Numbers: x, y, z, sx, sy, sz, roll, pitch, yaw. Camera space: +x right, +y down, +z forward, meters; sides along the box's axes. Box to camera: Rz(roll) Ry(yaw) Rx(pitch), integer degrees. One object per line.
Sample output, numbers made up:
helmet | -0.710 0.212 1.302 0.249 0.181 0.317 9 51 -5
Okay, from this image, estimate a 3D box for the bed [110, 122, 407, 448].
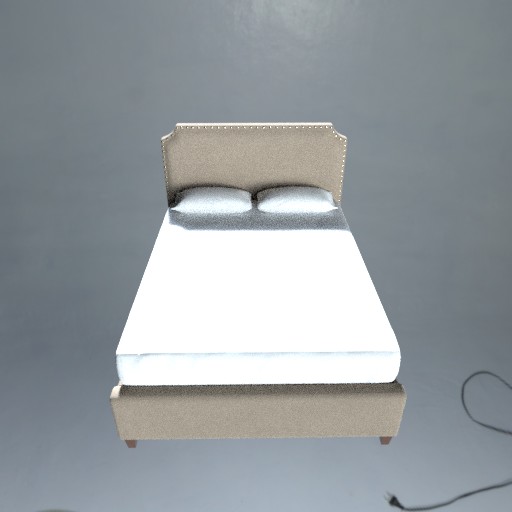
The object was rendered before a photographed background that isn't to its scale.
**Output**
bed | 0.000 0.000 3.375 1.703 1.415 2.329 0 31 -1
